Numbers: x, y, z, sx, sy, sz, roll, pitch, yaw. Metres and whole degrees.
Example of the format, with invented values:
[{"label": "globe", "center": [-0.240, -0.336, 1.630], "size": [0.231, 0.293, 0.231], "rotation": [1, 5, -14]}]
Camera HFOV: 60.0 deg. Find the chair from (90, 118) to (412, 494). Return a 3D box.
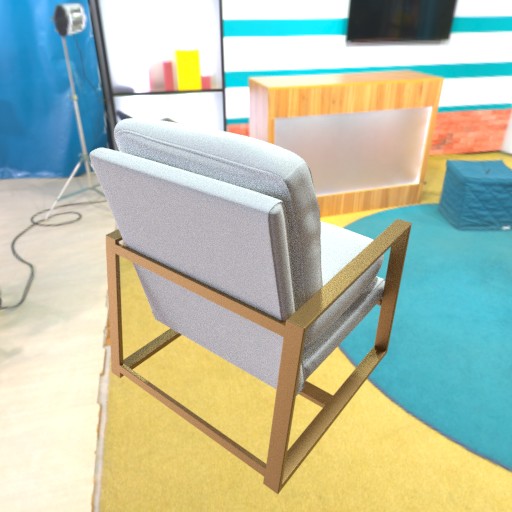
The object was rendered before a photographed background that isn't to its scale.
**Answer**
[{"label": "chair", "center": [0.000, 0.000, 1.553], "size": [0.805, 0.966, 0.813], "rotation": [21, 36, 32]}]
